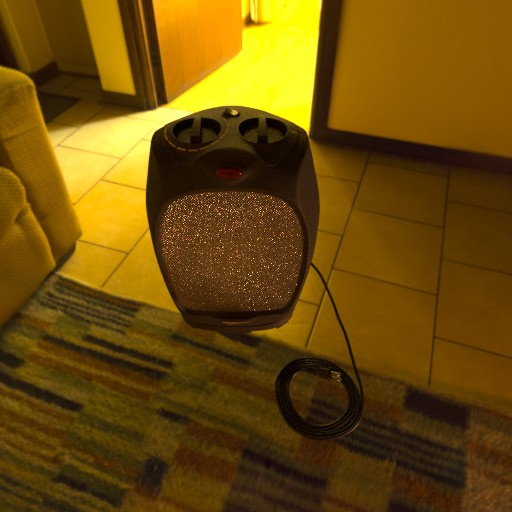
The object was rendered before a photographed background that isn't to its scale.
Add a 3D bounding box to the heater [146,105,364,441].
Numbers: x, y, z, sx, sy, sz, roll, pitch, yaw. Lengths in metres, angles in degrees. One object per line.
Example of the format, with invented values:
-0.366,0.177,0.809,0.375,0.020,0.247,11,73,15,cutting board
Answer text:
0.000,0.000,0.470,0.239,0.255,0.291,0,45,0,heater
